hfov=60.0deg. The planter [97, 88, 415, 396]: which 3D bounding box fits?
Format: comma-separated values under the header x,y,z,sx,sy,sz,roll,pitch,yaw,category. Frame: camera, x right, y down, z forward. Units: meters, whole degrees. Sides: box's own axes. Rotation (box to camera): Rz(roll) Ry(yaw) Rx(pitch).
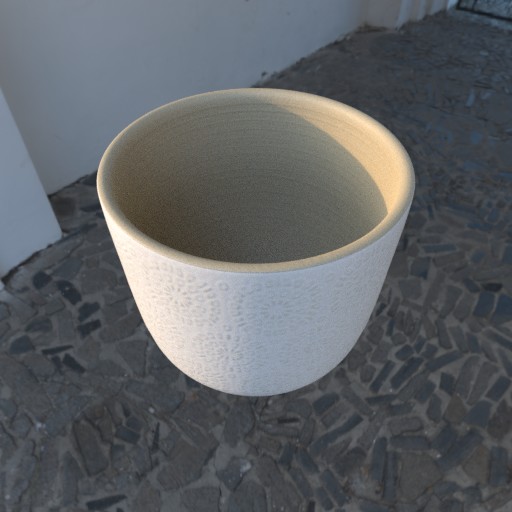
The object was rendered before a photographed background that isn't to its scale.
x,y,z,sx,sy,sz,roll,pitch,yaw,category
0.000,0.000,0.365,0.208,0.190,0.208,0,46,0,planter
